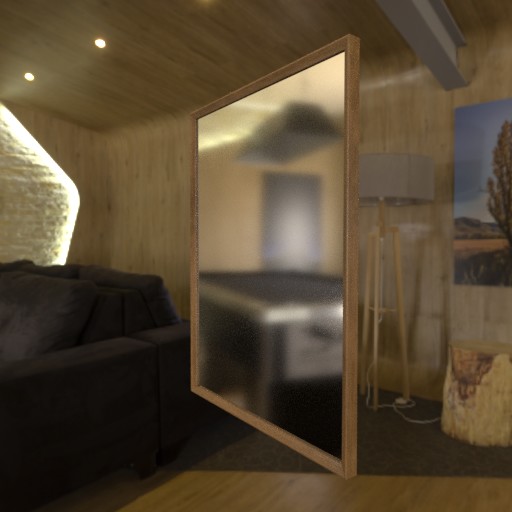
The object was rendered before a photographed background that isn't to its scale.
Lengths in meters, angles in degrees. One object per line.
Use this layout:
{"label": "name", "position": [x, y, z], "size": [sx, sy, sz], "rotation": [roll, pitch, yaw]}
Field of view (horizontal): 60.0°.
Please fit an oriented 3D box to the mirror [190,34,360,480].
{"label": "mirror", "position": [0.000, 0.000, 1.327], "size": [0.041, 1.016, 0.762], "rotation": [-1, 2, -36]}
